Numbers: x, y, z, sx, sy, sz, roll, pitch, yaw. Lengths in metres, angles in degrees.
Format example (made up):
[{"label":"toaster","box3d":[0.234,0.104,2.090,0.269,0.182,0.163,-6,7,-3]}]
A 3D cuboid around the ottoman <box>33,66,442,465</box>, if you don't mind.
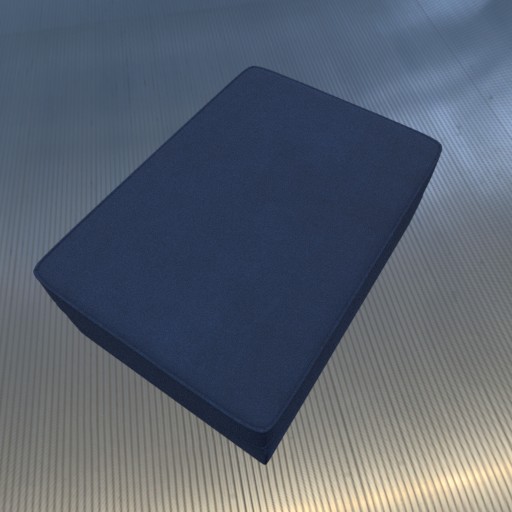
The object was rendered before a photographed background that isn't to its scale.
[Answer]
[{"label":"ottoman","box3d":[0.000,0.000,1.360,0.686,0.584,0.965,29,63,17]}]
